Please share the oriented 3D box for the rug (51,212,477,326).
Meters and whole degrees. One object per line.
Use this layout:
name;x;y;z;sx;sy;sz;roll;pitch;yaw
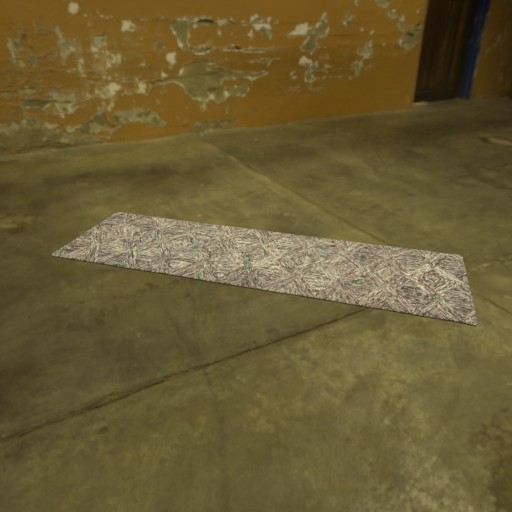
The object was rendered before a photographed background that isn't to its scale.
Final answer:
rug;0.000;0.000;2.585;2.305;0.013;0.719;8;29;15
